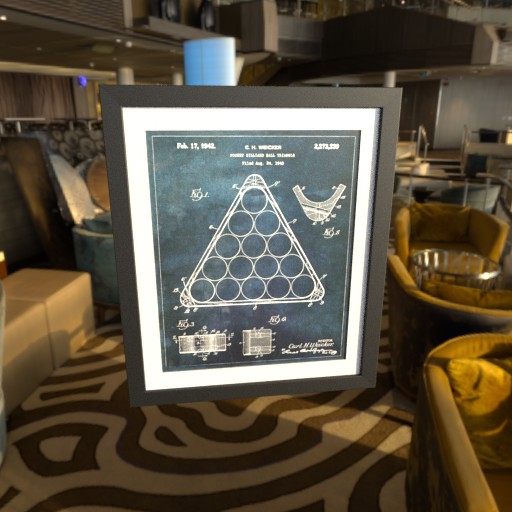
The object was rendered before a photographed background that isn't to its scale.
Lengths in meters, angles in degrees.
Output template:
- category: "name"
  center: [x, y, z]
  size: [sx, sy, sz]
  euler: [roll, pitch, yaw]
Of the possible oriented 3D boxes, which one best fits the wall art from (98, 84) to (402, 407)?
- category: "wall art"
  center: [0.000, 0.000, 0.710]
  size: [0.432, 0.508, 0.025]
  euler: [-2, 17, -7]
